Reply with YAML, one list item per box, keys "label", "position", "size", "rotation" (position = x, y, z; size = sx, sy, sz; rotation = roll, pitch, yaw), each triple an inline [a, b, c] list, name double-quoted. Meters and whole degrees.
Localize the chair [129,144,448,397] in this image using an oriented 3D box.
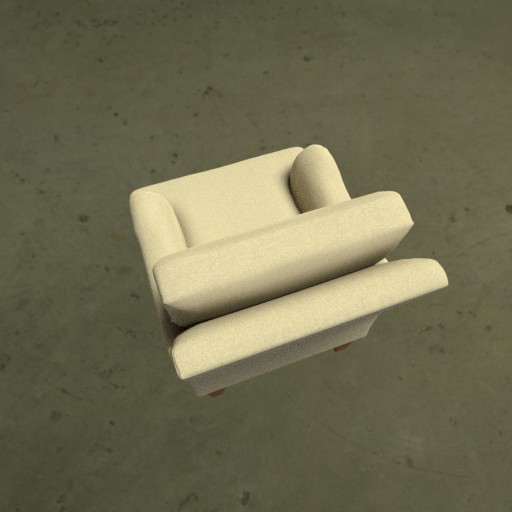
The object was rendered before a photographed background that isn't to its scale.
- label: "chair"
  position: [0.000, 0.000, 1.863]
  size: [0.895, 1.076, 1.078]
  rotation: [-17, 60, -10]
